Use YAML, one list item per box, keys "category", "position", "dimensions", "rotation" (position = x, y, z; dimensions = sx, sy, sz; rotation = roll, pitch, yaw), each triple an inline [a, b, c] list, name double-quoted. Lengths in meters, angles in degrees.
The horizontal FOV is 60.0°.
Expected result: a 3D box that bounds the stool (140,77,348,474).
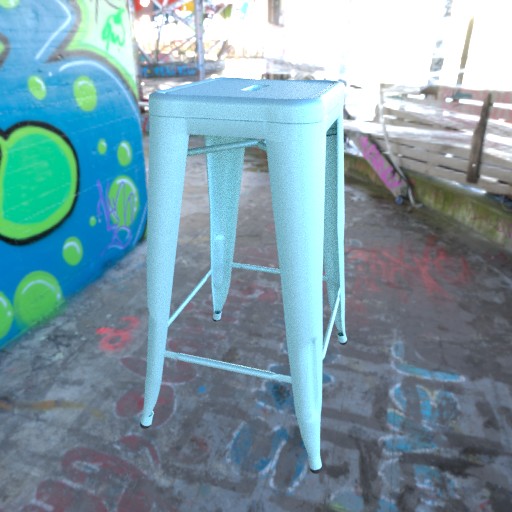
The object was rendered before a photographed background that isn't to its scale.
- category: "stool"
  position: [0.000, 0.000, 0.845]
  dimensions: [0.359, 0.609, 0.399]
  rotation: [8, 28, 15]
